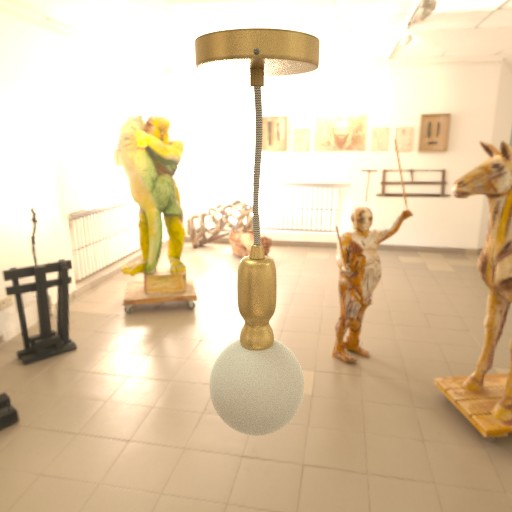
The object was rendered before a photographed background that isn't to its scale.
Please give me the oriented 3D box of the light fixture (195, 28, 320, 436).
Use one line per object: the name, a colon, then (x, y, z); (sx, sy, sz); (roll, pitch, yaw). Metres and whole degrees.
light fixture: (0.000, 0.000, 0.578); (0.146, 0.510, 0.147); (3, 15, 10)
